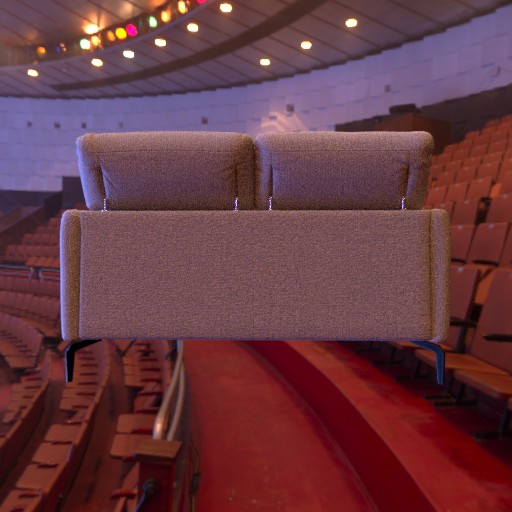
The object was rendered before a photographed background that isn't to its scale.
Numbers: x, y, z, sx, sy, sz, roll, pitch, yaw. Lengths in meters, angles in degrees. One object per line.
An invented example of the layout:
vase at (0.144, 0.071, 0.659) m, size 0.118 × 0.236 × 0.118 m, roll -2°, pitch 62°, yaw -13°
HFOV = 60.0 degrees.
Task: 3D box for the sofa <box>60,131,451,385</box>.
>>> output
sofa at (0.000, 0.000, 2.073) m, size 1.540 × 0.950 × 0.905 m, roll 0°, pitch 0°, yaw 1°
